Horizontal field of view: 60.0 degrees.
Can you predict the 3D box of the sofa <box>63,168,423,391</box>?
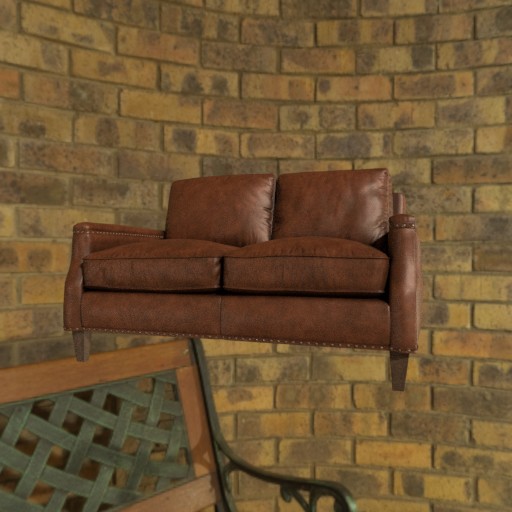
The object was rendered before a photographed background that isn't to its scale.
[{"bbox_3d":[0.000,0.000,2.344,1.628,1.003,1.083,0,0,18],"label":"sofa"}]
